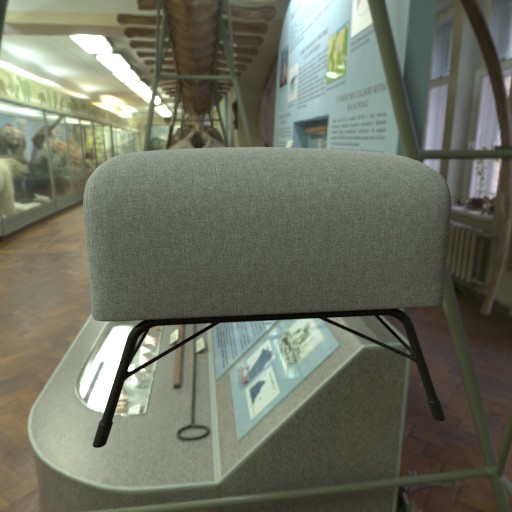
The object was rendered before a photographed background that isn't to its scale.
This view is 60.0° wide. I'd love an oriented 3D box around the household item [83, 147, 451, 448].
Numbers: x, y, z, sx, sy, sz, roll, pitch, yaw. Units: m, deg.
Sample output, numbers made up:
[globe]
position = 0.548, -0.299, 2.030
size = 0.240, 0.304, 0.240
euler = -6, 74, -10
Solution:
[household item]
position = 0.000, 0.000, 0.859
size = 0.530, 0.410, 0.530
euler = -2, 14, -7
